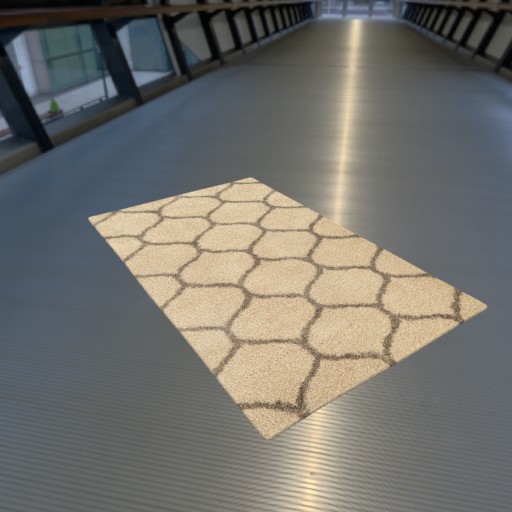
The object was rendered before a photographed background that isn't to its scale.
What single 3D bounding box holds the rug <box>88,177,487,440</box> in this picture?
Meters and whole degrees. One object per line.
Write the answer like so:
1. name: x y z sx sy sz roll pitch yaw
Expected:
1. rug: 0.000 0.000 2.903 1.501 0.024 2.348 -19 36 -29
